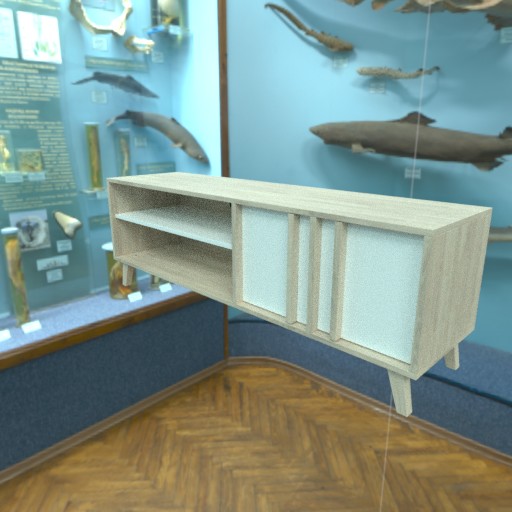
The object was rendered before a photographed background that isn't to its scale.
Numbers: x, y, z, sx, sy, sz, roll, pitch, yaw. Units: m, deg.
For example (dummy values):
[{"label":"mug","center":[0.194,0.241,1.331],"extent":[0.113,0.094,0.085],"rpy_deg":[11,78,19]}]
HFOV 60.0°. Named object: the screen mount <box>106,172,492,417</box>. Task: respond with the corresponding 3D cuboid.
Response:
[{"label":"screen mount","center":[0.000,0.000,1.704],"extent":[1.500,0.510,0.400],"rpy_deg":[15,22,42]}]
